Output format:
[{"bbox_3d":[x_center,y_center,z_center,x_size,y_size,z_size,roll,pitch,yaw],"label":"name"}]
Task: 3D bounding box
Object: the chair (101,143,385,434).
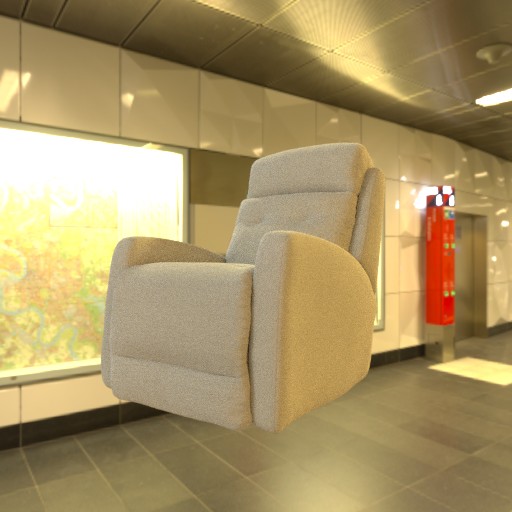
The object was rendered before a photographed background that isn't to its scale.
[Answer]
[{"bbox_3d":[0.000,0.000,1.761,0.798,1.013,1.043,0,0,35],"label":"chair"}]
